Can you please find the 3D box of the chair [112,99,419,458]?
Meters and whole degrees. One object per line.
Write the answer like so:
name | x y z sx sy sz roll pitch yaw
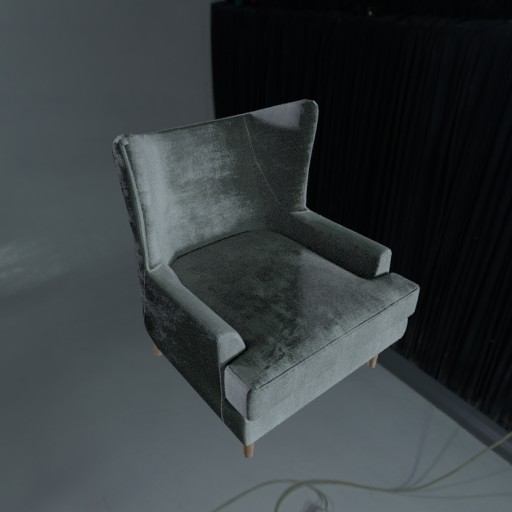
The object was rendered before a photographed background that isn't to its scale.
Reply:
chair | 0.000 0.000 1.609 0.784 0.950 0.906 -23 38 -33
